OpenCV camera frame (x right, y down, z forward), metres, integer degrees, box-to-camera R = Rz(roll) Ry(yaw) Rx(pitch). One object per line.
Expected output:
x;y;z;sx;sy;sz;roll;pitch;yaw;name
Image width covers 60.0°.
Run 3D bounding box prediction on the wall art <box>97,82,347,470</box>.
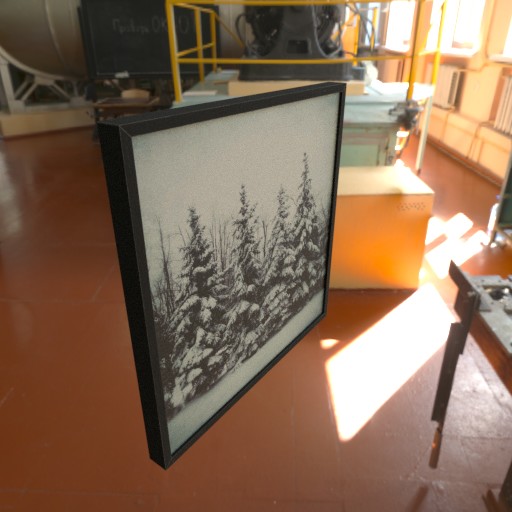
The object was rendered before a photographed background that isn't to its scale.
0.000;0.000;0.742;0.036;0.506;0.506;18;32;32;wall art
